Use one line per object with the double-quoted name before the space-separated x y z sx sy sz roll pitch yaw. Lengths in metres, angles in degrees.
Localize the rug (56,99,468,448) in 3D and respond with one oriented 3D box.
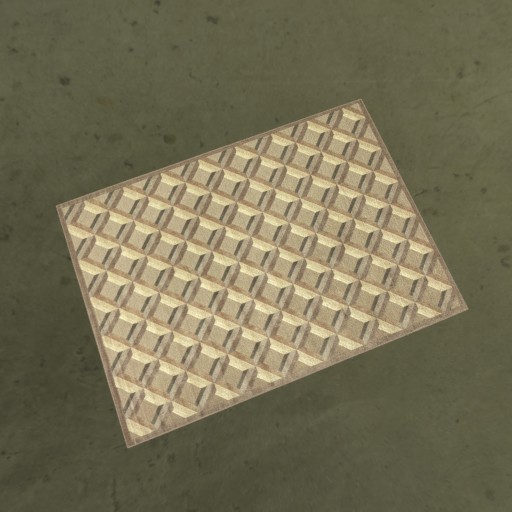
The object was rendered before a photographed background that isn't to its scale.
"rug" 0.000 0.000 4.222 3.294 0.018 2.382 -21 77 -5
